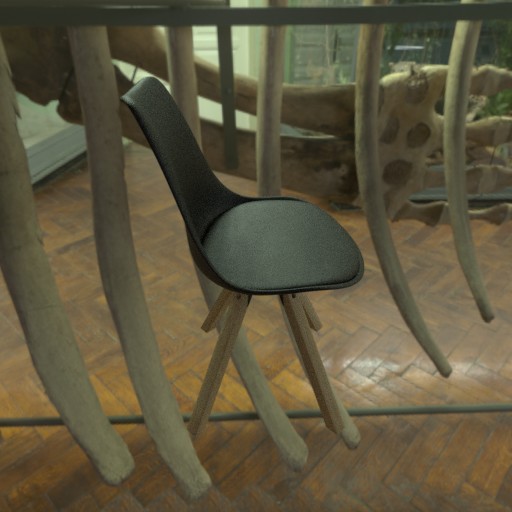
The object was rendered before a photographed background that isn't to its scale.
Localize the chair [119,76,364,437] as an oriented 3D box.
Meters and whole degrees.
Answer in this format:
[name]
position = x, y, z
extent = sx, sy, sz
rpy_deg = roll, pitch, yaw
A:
[chair]
position = 0.000, 0.000, 1.160
extent = 0.549, 0.850, 0.485
rpy_deg = -1, 32, -1
